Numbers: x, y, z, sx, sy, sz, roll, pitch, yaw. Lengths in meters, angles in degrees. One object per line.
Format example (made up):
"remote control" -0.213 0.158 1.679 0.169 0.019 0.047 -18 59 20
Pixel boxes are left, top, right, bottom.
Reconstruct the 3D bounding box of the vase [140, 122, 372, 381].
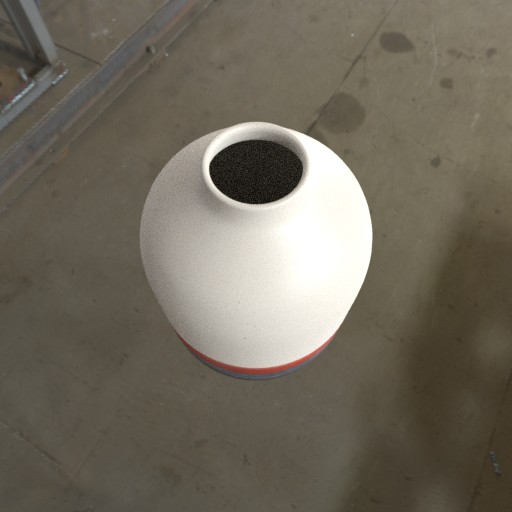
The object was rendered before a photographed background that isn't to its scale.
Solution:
"vase" 0.000 0.000 0.359 0.169 0.237 0.169 0 63 0
